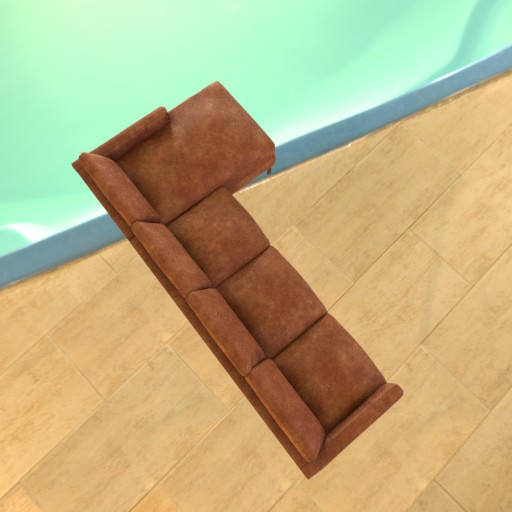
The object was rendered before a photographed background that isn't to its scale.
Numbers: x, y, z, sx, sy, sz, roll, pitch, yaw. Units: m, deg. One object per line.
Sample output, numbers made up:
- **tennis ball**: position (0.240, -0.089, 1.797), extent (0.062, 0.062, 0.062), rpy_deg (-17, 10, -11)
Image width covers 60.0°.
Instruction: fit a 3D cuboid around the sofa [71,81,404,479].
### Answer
- **sofa**: position (0.000, 0.000, 3.593), extent (1.471, 0.859, 2.993), rpy_deg (-37, 78, -10)
